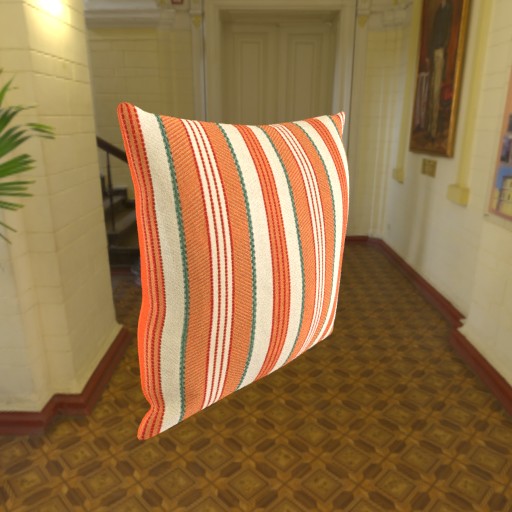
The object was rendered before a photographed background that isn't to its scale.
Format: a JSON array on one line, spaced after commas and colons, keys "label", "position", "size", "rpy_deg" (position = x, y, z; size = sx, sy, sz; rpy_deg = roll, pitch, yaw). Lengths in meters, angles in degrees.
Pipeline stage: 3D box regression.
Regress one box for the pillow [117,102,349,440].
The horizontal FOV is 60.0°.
[{"label": "pillow", "position": [0.000, 0.000, 0.685], "size": [0.440, 0.441, 0.182], "rpy_deg": [-17, 24, -42]}]
